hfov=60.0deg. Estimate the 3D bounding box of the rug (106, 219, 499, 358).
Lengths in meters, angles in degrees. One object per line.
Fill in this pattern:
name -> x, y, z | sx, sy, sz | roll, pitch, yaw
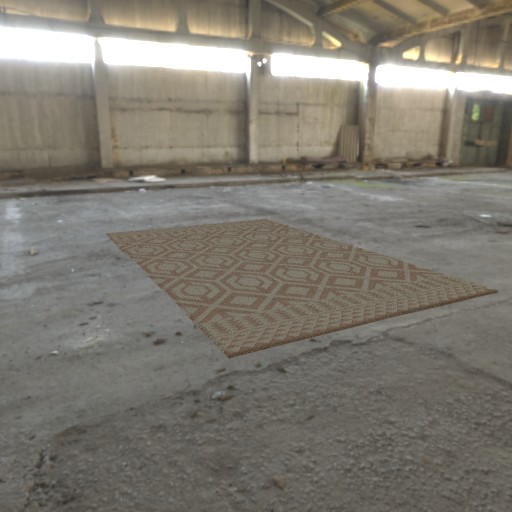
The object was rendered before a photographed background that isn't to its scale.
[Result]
rug -> 0.000, 0.000, 2.956 | 1.526, 0.011, 2.435 | -8, 16, -27
